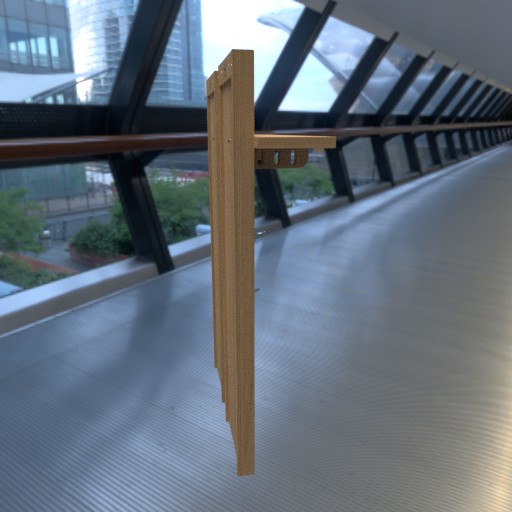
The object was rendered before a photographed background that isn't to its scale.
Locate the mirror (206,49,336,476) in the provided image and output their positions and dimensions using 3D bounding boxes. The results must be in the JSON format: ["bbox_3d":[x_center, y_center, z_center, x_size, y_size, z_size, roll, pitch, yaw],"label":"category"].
[{"bbox_3d":[0.000,0.000,1.599,0.260,1.250,0.800,-3,16,-11],"label":"mirror"}]
